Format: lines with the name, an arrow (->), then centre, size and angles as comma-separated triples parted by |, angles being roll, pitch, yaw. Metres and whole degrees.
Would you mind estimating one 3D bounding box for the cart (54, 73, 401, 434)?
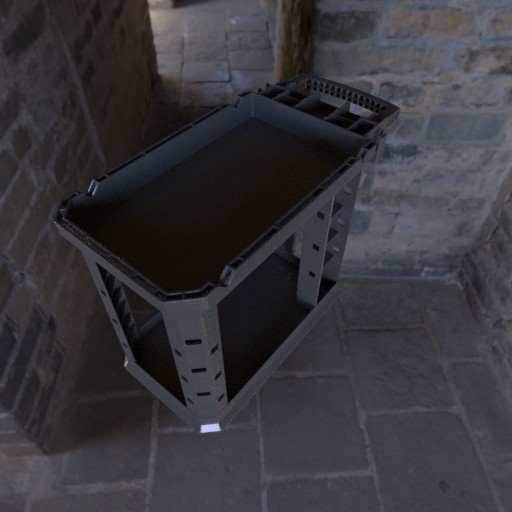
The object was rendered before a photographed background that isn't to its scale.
cart -> 0.000, 0.000, 1.576 | 0.497, 0.884, 1.061 | 31, 55, 25
